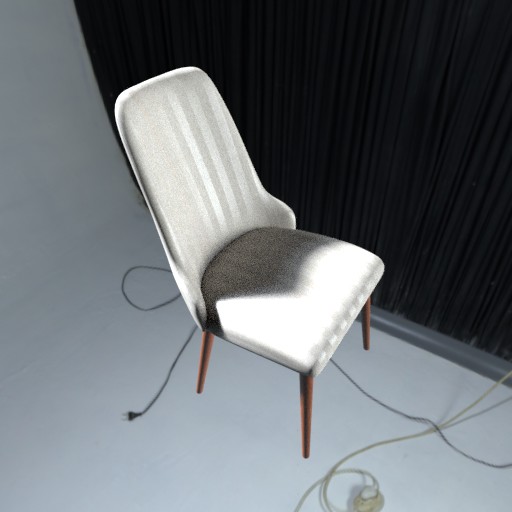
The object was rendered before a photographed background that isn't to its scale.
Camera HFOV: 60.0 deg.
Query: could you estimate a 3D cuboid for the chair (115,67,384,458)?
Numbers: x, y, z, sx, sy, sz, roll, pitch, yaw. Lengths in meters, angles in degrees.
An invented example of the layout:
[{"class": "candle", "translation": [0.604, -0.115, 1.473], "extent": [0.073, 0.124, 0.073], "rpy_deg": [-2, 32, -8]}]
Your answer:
[{"class": "chair", "translation": [0.000, 0.000, 1.321], "extent": [0.684, 0.917, 0.526], "rpy_deg": [23, 45, 25]}]
